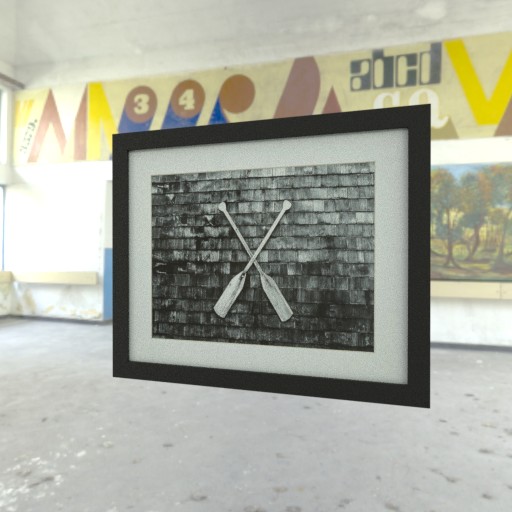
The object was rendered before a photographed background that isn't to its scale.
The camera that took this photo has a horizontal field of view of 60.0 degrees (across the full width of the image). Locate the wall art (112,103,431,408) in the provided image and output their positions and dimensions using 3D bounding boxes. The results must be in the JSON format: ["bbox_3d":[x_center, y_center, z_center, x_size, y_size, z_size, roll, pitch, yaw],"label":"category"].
[{"bbox_3d":[0.000,0.000,0.762,0.558,0.457,0.029,0,0,18],"label":"wall art"}]
